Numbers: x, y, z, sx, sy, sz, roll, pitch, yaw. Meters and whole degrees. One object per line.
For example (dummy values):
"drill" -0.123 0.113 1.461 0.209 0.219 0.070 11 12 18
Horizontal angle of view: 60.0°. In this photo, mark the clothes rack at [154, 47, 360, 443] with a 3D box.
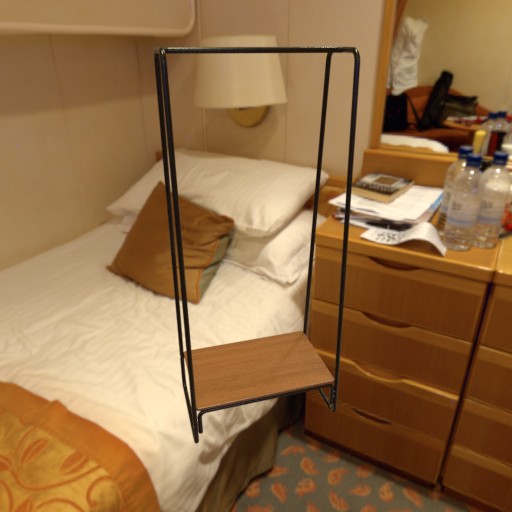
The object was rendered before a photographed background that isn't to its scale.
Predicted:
"clothes rack" 0.000 0.000 1.758 0.640 1.500 0.400 -7 27 -15
